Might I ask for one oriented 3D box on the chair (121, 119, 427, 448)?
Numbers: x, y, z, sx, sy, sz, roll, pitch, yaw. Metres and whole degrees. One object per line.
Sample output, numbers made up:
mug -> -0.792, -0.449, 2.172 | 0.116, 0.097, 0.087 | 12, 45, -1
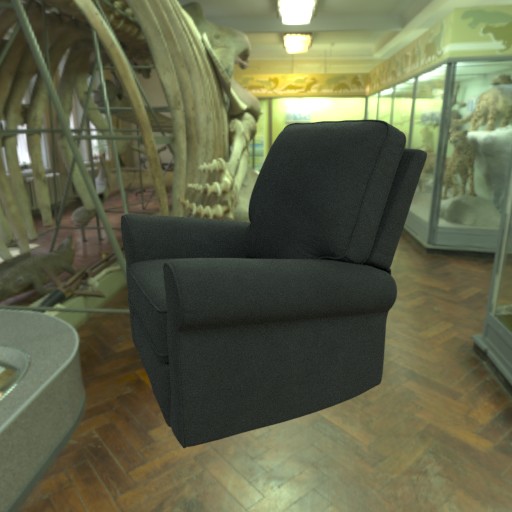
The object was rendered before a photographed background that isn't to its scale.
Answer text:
chair -> 0.000, 0.000, 1.638 | 0.878, 0.961, 0.890 | -7, 18, -24
